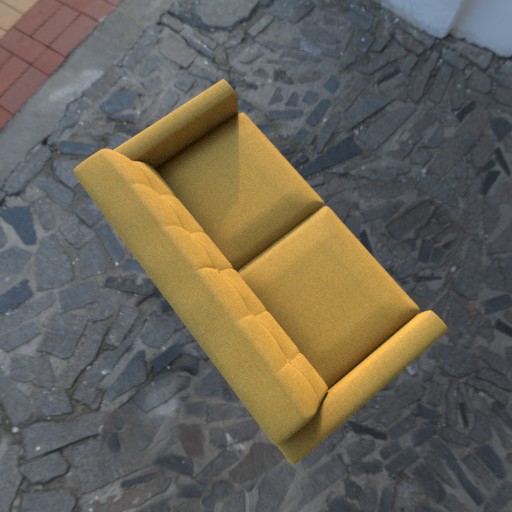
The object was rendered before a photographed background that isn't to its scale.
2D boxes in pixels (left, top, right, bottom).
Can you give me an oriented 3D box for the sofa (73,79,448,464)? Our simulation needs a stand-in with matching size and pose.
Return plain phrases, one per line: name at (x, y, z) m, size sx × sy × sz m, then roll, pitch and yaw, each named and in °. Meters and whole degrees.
sofa at (0.000, 0.000, 2.157) m, size 0.909 × 0.841 × 1.631 m, roll -37°, pitch 77°, yaw -10°
